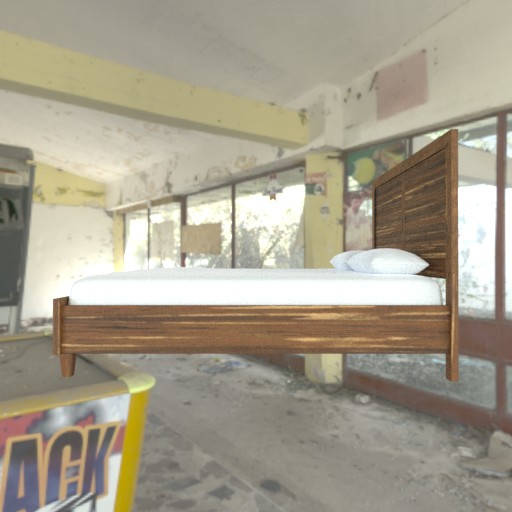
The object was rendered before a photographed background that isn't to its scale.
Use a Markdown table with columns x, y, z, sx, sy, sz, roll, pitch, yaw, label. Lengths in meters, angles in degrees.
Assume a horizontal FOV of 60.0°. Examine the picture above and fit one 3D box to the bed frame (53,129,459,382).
| x | y | z | sx | sy | sz | roll | pitch | yaw | label |
| --- | --- | --- | --- | --- | --- | --- | --- | --- | --- |
| 0.000 | 0.000 | 3.330 | 2.276 | 1.417 | 1.696 | 0 | 0 | 0 | bed frame |
